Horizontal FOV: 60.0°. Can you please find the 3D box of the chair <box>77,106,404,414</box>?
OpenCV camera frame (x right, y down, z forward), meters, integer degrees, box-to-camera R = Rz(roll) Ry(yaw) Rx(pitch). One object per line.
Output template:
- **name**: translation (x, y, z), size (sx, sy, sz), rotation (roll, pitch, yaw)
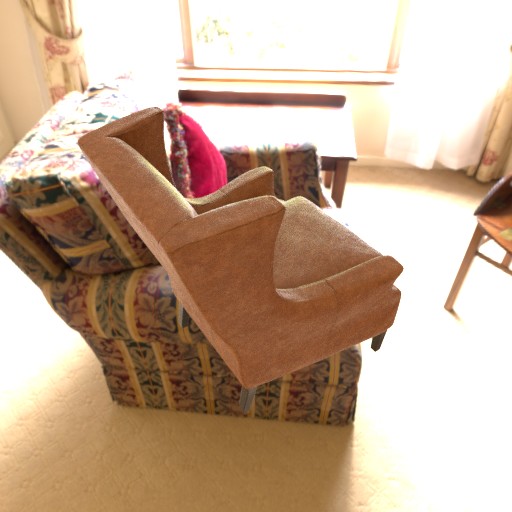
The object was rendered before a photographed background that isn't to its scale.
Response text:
- **chair**: translation (0.000, 0.000, 1.697), size (0.926, 1.016, 0.853), rotation (-24, 47, -25)
